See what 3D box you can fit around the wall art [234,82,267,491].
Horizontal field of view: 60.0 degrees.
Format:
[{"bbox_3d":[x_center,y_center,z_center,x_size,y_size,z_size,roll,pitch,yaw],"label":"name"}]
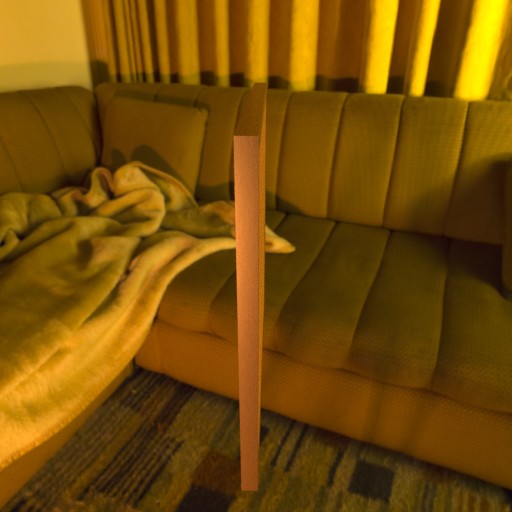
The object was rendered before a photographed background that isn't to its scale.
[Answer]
[{"bbox_3d":[0.000,0.000,1.142,0.036,0.765,0.767,1,27,2],"label":"wall art"}]
